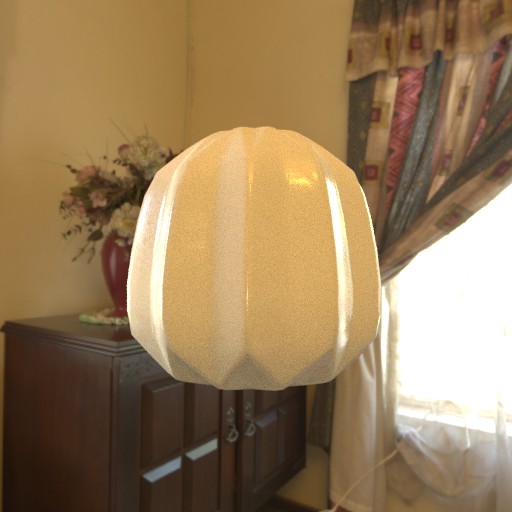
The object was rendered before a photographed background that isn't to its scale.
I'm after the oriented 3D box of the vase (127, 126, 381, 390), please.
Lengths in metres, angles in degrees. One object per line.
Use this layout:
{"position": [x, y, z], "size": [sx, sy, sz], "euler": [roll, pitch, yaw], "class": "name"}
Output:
{"position": [0.000, 0.000, 0.254], "size": [0.139, 0.134, 0.139], "euler": [0, -1, 0], "class": "vase"}
